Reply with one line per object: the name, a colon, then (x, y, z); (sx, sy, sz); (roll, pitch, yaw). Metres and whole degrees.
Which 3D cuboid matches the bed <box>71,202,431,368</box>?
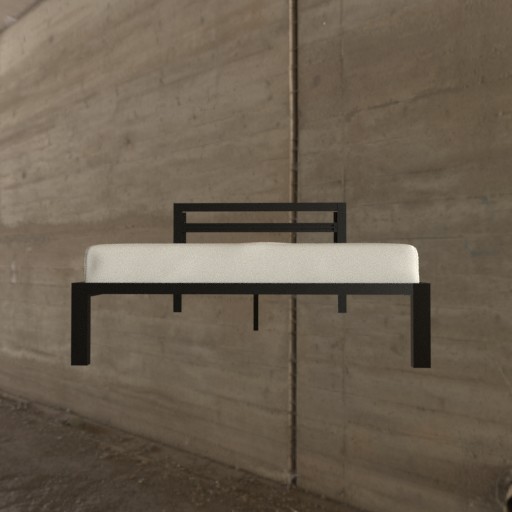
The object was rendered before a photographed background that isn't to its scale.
bed: (0.000, 0.000, 2.912); (1.524, 0.967, 2.062); (0, -1, 2)
